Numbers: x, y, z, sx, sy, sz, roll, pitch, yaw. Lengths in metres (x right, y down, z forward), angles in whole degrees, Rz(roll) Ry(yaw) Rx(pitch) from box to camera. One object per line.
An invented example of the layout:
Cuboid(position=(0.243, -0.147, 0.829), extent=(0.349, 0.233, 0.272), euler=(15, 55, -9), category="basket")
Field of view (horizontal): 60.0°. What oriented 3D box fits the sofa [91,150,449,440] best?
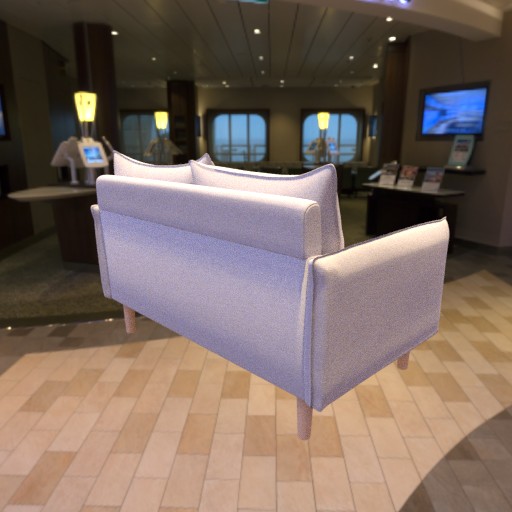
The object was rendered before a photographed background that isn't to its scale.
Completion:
Cuboid(position=(0.000, 0.000, 1.839), extent=(0.820, 0.840, 1.300), euler=(-14, 20, -42), category="sofa")
